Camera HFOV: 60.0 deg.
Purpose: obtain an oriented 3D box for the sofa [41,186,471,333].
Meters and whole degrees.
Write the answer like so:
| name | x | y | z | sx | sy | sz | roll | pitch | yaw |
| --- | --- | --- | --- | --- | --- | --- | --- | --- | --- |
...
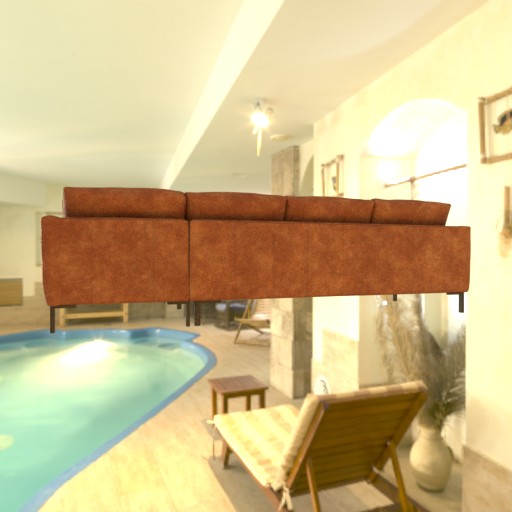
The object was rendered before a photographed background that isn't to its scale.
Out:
| name | x | y | z | sx | sy | sz | roll | pitch | yaw |
| --- | --- | --- | --- | --- | --- | --- | --- | --- | --- |
| sofa | 0.000 | 0.000 | 3.606 | 2.993 | 0.859 | 1.471 | 0 | 0 | -18 |
